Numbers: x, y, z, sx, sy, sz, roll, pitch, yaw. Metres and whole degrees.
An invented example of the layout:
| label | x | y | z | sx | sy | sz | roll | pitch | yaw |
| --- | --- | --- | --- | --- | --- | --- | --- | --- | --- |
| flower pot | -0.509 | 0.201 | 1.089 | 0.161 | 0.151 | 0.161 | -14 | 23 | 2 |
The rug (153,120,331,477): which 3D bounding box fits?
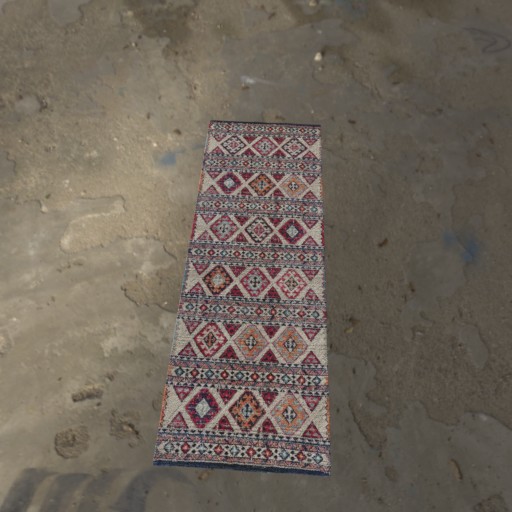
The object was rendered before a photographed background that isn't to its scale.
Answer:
| label | x | y | z | sx | sy | sz | roll | pitch | yaw |
| --- | --- | --- | --- | --- | --- | --- | --- | --- | --- |
| rug | 0.000 | 0.000 | 2.679 | 0.832 | 0.008 | 2.362 | 3 | 58 | 2 |
